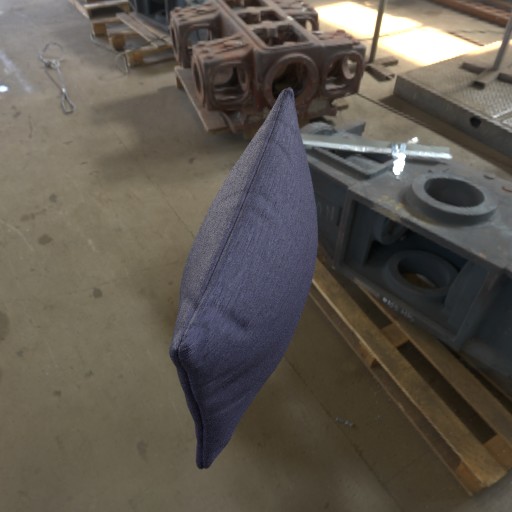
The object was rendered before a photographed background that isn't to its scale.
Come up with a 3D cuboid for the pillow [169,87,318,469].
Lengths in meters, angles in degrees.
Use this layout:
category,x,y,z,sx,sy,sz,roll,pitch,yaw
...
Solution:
category,x,y,z,sx,sy,sz,roll,pitch,yaw
pillow,0.000,0.000,0.786,0.210,0.338,0.633,10,46,9
